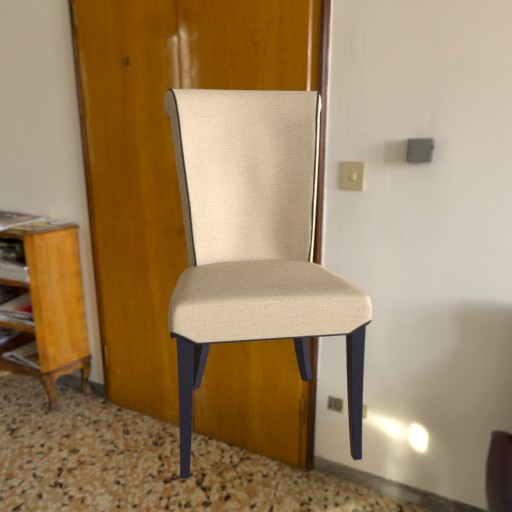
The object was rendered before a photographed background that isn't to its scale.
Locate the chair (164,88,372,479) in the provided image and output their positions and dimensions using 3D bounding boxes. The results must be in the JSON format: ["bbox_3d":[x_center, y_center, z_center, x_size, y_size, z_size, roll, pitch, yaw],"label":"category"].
[{"bbox_3d":[0.000,0.000,1.334,0.522,0.997,0.623,-2,14,-8],"label":"chair"}]
